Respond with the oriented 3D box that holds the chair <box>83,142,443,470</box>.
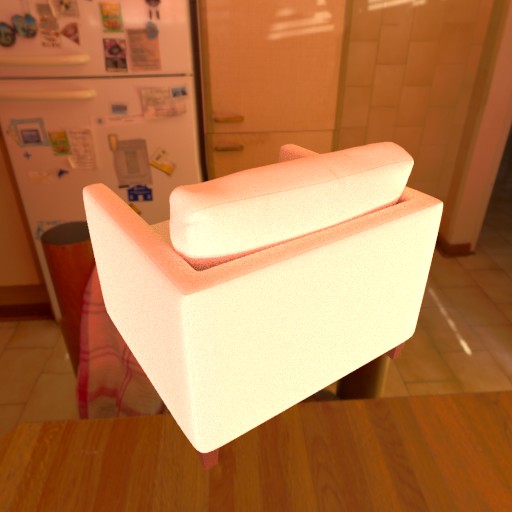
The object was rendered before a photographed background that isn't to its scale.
[{"bbox_3d":[0.000,0.000,1.695,1.019,0.885,0.878,-19,35,-29],"label":"chair"}]
